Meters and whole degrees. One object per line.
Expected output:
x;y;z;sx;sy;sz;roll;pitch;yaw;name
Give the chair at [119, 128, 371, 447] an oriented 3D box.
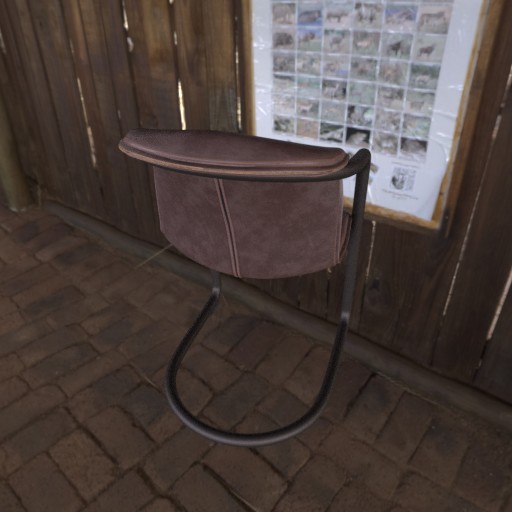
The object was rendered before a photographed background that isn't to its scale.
0.000;0.000;1.252;0.536;0.836;0.664;10;33;15;chair
